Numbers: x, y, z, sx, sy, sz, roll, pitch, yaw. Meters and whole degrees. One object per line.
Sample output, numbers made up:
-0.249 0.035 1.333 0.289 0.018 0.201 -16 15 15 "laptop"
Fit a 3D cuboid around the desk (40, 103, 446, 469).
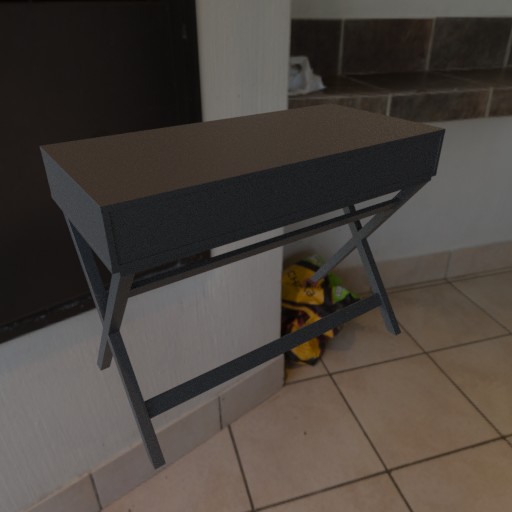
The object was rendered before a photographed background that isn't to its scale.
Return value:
0.000 0.000 1.456 1.057 0.780 0.504 -19 34 -30 "desk"
